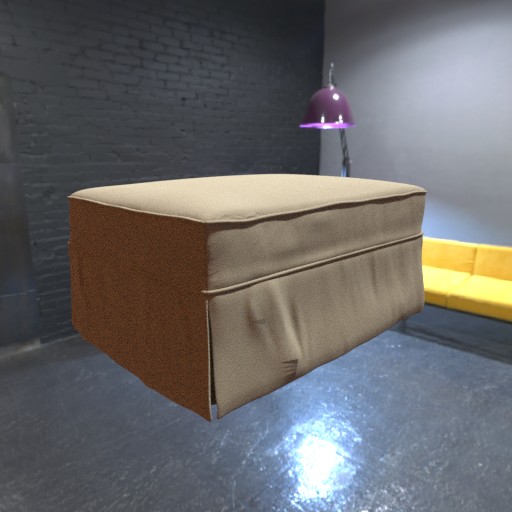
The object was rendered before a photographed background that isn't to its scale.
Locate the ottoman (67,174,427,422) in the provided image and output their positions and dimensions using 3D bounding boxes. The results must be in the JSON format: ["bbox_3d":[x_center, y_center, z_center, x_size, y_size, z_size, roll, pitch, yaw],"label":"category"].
[{"bbox_3d":[0.000,0.000,1.369,0.959,0.482,0.721,-13,19,-43],"label":"ottoman"}]
